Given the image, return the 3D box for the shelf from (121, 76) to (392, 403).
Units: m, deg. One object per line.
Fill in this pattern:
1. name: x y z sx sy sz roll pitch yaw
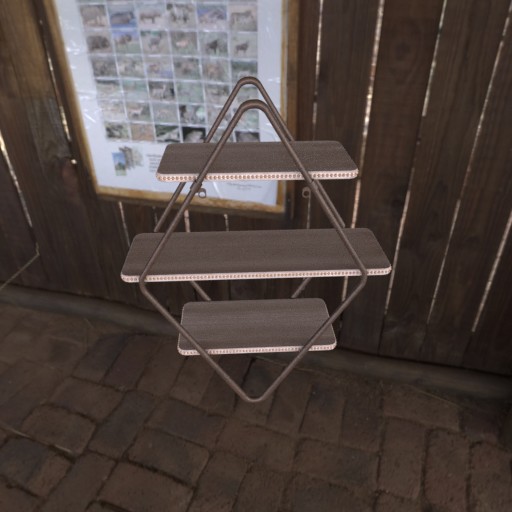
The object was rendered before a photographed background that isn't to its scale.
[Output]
1. shelf: 0.000 0.000 1.064 0.609 0.774 0.234 -2 32 -3
